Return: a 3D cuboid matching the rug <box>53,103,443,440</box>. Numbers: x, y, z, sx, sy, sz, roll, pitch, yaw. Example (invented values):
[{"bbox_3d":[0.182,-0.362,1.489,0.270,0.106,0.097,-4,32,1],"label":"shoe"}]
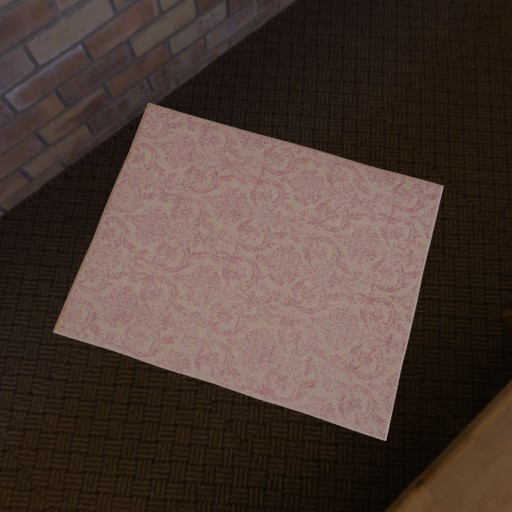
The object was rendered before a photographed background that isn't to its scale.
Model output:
[{"bbox_3d":[0.000,0.000,4.035,2.980,0.012,2.363,17,77,4],"label":"rug"}]
